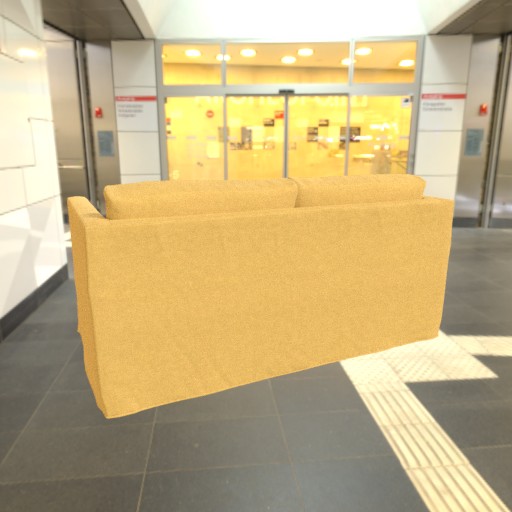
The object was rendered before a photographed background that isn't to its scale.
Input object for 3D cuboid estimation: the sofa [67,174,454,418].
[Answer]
[{"bbox_3d":[0.000,0.000,2.259,1.719,0.835,0.962,-7,15,-25],"label":"sofa"}]
